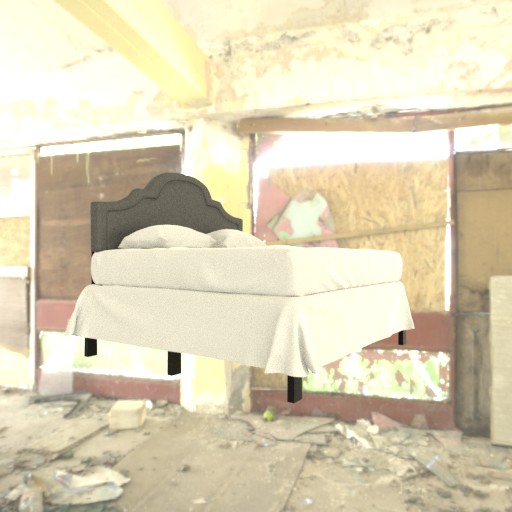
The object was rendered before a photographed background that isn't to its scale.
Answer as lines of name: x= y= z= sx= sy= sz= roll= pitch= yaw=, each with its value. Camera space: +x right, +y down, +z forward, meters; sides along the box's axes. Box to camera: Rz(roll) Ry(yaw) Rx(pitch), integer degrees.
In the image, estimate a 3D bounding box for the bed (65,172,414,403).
bed: x=0.000 y=0.000 z=3.871 sx=2.222 sy=1.631 sz=2.303 roll=0 pitch=0 yaw=35
